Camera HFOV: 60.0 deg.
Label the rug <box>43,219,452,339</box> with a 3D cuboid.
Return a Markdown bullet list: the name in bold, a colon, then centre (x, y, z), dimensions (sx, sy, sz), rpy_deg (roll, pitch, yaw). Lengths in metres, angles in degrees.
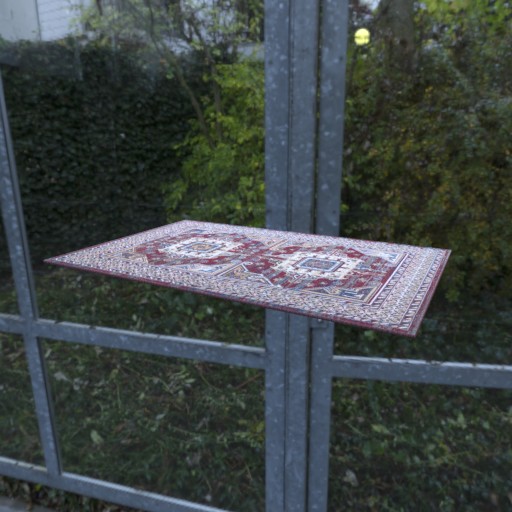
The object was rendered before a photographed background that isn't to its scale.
- **rug**: centre (0.000, 0.000, 5.942), dimensions (4.578, 0.033, 3.033), rpy_deg (8, 18, 27)
